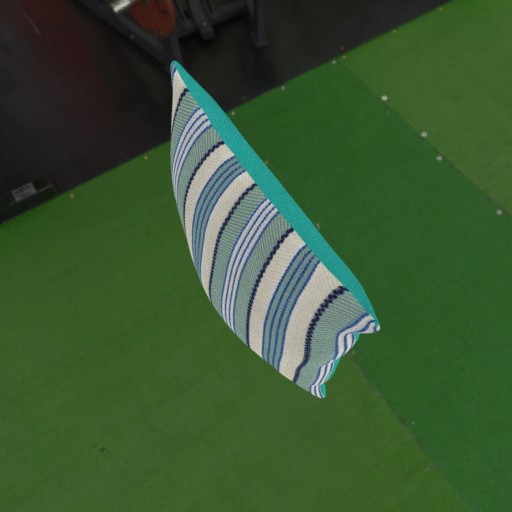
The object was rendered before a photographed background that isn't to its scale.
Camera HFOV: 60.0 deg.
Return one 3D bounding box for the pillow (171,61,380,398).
[{"bbox_3d":[0.000,0.000,0.696,0.182,0.441,0.440,-29,67,-14],"label":"pillow"}]
